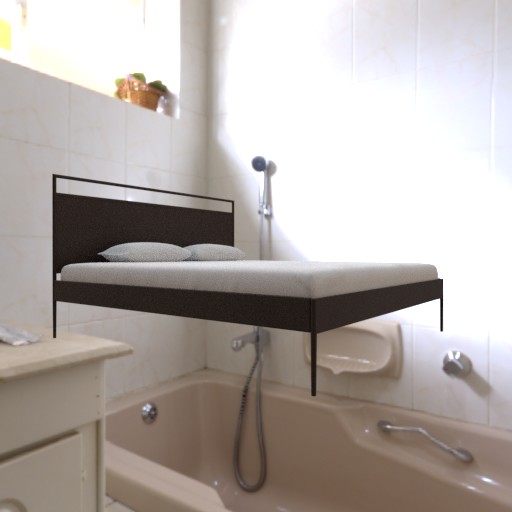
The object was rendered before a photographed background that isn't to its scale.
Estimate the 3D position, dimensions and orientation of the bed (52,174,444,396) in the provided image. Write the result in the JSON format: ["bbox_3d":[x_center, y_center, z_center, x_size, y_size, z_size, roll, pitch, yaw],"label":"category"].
[{"bbox_3d":[0.000,0.000,3.305,2.151,1.173,1.993,0,0,37],"label":"bed"}]
